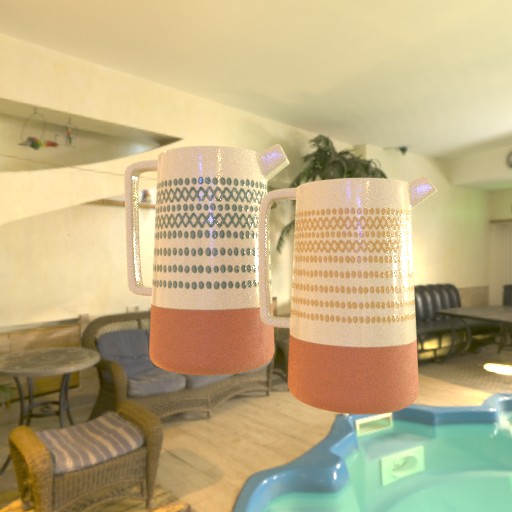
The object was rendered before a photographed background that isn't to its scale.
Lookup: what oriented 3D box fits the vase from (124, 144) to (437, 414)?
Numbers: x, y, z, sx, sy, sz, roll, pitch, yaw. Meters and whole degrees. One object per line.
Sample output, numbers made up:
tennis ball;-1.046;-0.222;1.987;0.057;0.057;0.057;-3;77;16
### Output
vase;0.000;0.000;0.462;0.168;0.247;0.326;0;1;-37
